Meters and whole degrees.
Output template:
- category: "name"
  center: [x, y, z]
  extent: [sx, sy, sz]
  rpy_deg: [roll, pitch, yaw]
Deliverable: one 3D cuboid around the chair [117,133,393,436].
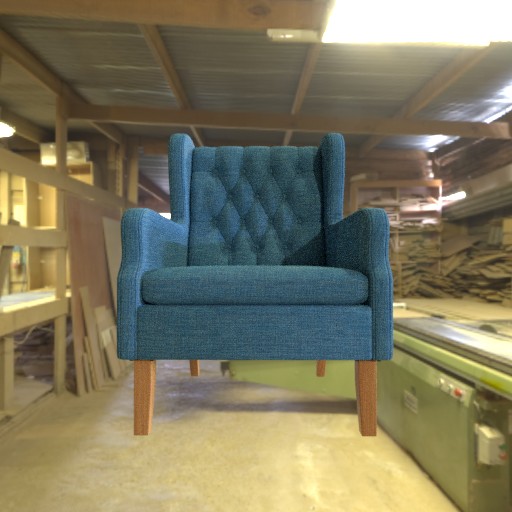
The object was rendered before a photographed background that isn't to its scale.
- category: "chair"
  center: [0.000, 0.000, 1.521]
  extent: [0.711, 0.952, 0.775]
  rpy_deg: [0, -1, 1]
